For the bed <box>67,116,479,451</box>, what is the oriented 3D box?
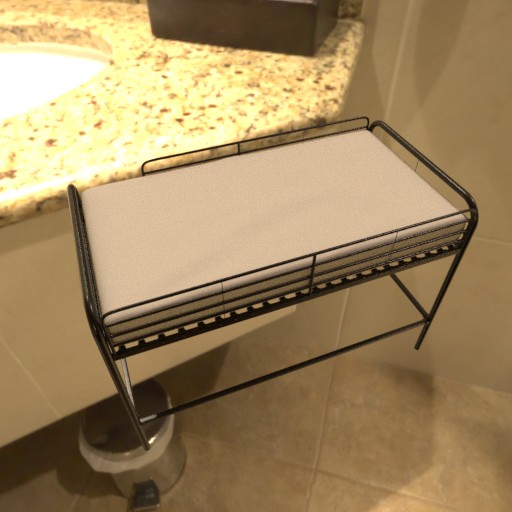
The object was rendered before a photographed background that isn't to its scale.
[{"bbox_3d":[0.000,0.000,2.889,1.968,1.289,1.393,-15,47,-15],"label":"bed"}]
